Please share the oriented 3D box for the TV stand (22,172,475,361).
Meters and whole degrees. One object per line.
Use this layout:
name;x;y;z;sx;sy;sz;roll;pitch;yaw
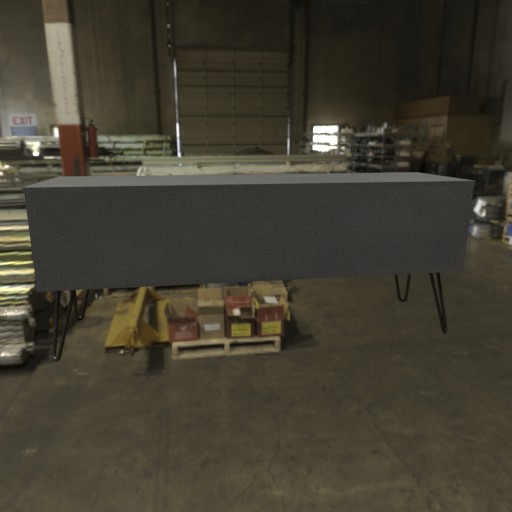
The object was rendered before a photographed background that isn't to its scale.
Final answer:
TV stand;0.000;0.000;1.618;1.400;0.560;0.400;-2;15;-9
